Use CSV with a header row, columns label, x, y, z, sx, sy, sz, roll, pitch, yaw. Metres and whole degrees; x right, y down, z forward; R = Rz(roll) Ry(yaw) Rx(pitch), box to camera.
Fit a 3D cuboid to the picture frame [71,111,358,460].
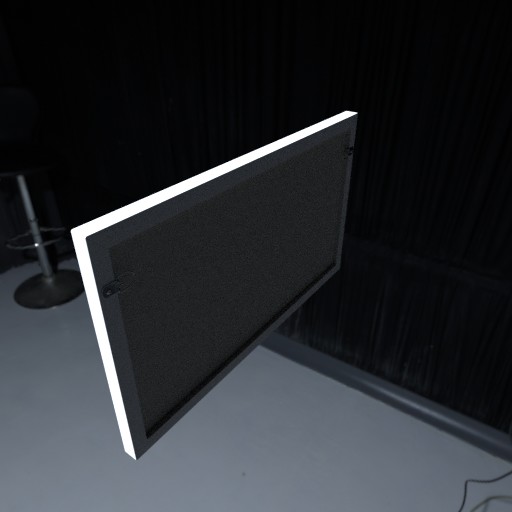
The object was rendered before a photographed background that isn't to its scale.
label,x,y,z,sx,sy,sz,roll,pitch,yaw
picture frame,0.000,0.000,0.788,0.044,0.379,0.647,21,37,30
